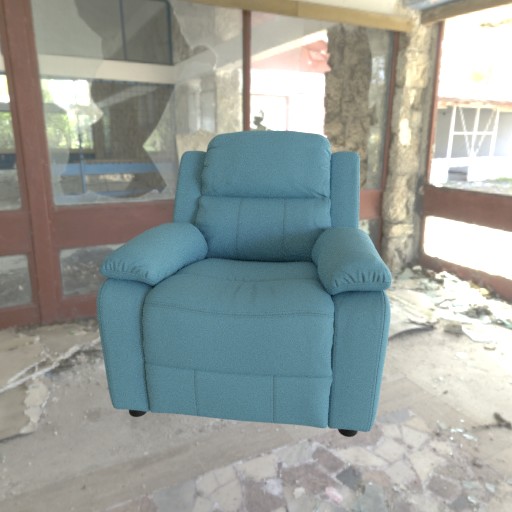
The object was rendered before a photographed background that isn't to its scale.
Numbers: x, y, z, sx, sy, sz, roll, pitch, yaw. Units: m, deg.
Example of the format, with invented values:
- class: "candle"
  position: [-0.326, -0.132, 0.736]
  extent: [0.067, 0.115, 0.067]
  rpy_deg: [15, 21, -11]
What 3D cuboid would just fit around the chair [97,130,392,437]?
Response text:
- class: "chair"
  position: [0.000, 0.000, 1.269]
  extent: [0.680, 0.702, 0.709]
  rpy_deg: [2, 15, 8]
